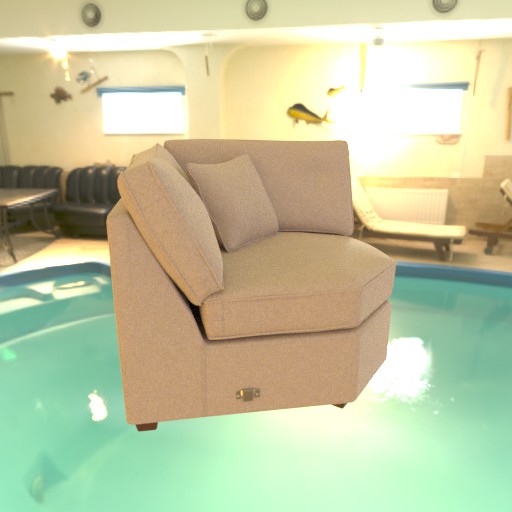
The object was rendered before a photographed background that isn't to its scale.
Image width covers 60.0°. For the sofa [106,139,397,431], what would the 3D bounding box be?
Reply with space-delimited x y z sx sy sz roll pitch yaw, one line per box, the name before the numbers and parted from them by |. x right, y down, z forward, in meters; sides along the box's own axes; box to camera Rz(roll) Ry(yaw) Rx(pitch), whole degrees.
sofa | 0.000 0.000 1.858 1.042 0.937 1.050 -3 16 -9
